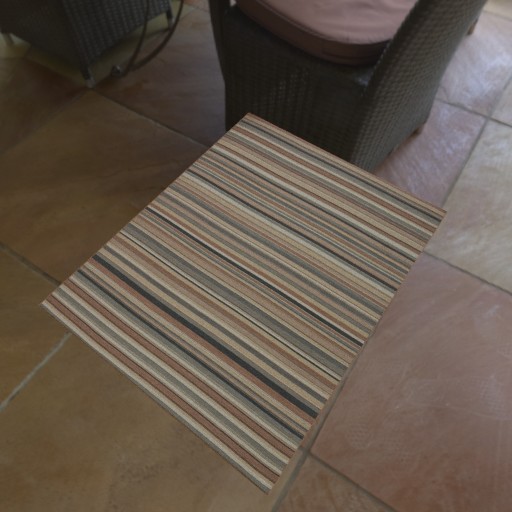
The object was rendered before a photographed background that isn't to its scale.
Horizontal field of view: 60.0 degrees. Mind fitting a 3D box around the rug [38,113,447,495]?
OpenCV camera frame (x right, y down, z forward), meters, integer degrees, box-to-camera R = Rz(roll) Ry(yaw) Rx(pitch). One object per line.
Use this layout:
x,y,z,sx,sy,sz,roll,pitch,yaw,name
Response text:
0.000,0.000,4.082,2.436,0.011,3.045,32,63,18,rug
